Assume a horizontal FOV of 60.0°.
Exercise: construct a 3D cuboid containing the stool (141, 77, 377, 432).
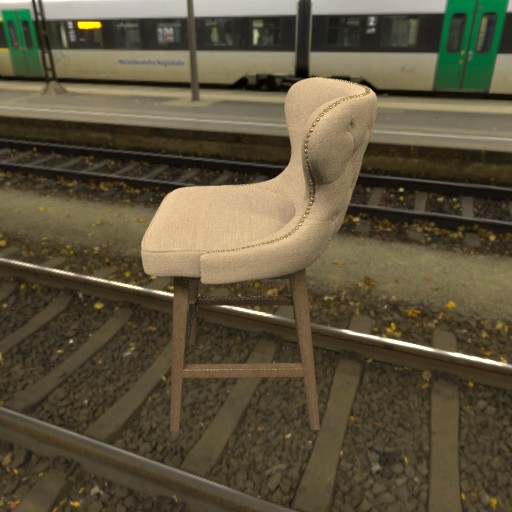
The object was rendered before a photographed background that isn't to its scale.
[{"bbox_3d":[0.000,0.000,1.343,0.597,0.972,0.615,0,26,0],"label":"stool"}]
